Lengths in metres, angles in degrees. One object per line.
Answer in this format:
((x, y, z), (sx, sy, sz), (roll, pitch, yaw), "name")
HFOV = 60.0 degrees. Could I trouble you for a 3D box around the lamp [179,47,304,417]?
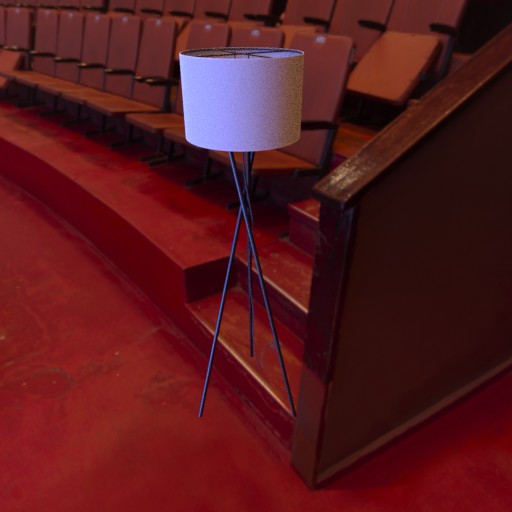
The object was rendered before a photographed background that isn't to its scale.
((0.000, 0.000, 1.938), (0.667, 1.624, 0.522), (-19, 34, -30), "lamp")
